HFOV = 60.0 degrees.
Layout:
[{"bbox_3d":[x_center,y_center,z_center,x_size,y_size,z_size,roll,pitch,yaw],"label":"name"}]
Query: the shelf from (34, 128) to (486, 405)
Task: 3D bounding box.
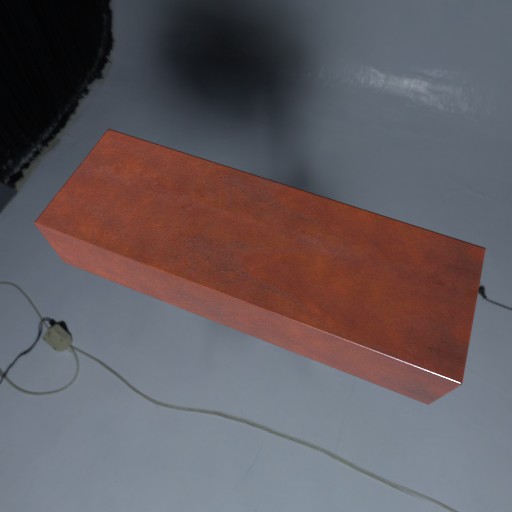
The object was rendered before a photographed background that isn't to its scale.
[{"bbox_3d":[0.000,0.000,0.510,0.457,0.088,0.152,19,62,11],"label":"shelf"}]
